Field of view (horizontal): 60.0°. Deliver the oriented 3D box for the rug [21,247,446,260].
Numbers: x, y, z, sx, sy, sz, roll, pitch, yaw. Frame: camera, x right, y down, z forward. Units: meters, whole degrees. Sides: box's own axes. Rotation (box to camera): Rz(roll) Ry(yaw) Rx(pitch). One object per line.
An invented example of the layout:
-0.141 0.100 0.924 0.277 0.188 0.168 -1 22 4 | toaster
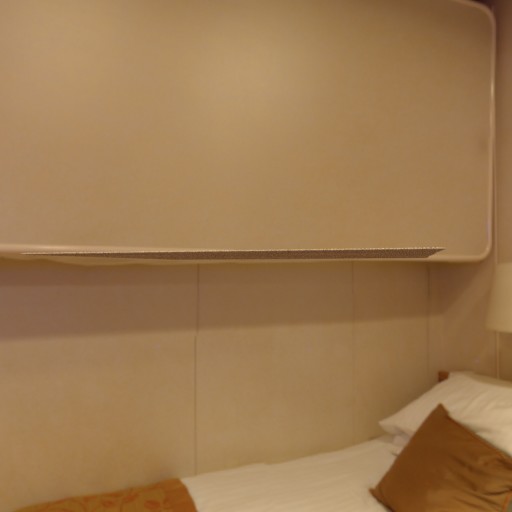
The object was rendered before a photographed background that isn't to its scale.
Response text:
0.000 0.000 4.082 3.034 0.012 2.406 -1 -2 19 | rug
